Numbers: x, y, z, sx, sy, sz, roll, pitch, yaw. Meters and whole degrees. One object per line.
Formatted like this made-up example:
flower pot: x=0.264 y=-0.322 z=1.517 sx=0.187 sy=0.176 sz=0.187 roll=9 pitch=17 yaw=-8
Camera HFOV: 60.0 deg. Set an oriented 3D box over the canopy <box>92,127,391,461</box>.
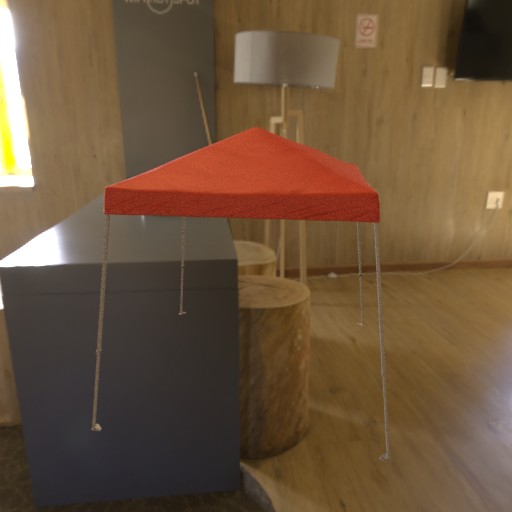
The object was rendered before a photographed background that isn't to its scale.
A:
canopy: x=0.000 y=0.000 z=5.093 sx=2.850 sy=2.850 sz=2.849 roll=2 pitch=17 yaw=8
